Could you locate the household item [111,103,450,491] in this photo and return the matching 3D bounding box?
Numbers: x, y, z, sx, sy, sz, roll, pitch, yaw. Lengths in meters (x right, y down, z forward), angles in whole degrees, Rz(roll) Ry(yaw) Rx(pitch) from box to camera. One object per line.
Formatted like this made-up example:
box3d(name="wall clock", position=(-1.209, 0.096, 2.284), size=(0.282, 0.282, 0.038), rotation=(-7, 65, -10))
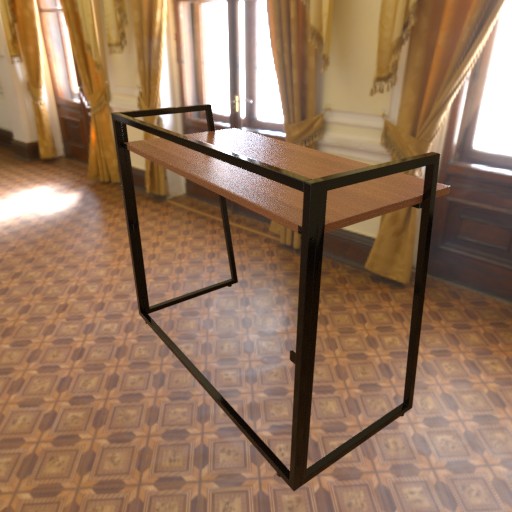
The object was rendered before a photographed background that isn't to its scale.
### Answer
box3d(name="household item", position=(0.000, 0.000, 1.512), size=(0.510, 0.860, 1.050), rotation=(-18, 31, -32))
